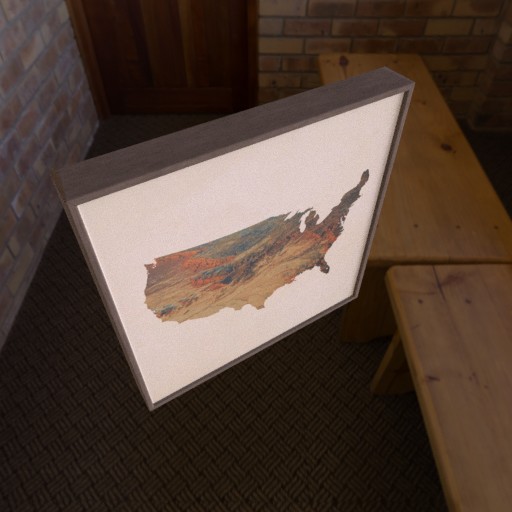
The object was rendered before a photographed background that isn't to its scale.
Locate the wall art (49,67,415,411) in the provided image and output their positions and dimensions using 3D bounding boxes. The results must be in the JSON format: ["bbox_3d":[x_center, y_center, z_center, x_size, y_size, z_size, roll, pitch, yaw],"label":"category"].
[{"bbox_3d":[0.000,0.000,0.450,0.303,0.302,0.038,-25,51,-21],"label":"wall art"}]
